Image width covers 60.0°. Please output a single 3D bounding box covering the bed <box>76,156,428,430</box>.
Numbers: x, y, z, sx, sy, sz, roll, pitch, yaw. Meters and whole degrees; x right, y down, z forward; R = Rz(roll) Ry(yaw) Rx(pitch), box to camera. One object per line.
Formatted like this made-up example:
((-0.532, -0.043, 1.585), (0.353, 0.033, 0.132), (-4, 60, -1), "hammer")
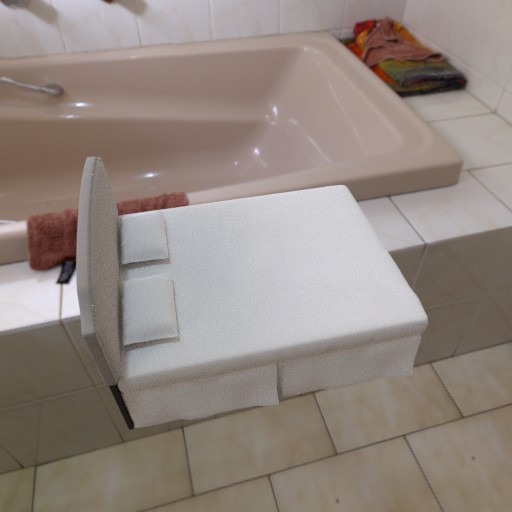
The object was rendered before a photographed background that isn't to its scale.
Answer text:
((0.000, 0.000, 3.030), (1.999, 1.270, 1.558), (-9, 46, -9), "bed")
